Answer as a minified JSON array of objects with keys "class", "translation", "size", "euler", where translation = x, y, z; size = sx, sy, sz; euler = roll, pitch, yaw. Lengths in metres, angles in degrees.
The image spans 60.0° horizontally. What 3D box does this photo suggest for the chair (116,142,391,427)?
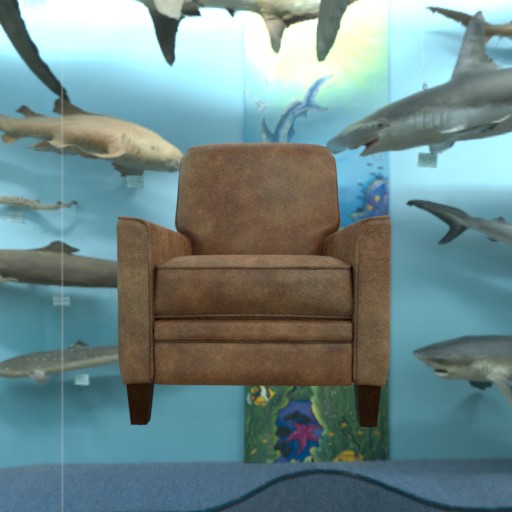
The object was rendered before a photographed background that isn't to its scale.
[{"class":"chair","translation":[0.000,0.000,1.712],"size":[0.843,1.043,0.836],"euler":[0,0,1]}]
